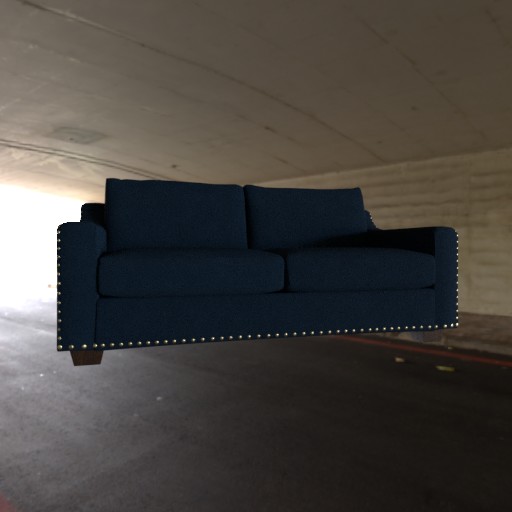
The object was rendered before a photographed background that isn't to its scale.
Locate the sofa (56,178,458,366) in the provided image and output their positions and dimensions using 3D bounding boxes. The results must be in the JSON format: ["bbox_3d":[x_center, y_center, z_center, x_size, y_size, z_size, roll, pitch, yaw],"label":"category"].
[{"bbox_3d":[0.000,0.000,2.711,2.107,0.983,1.104,0,1,-16],"label":"sofa"}]
